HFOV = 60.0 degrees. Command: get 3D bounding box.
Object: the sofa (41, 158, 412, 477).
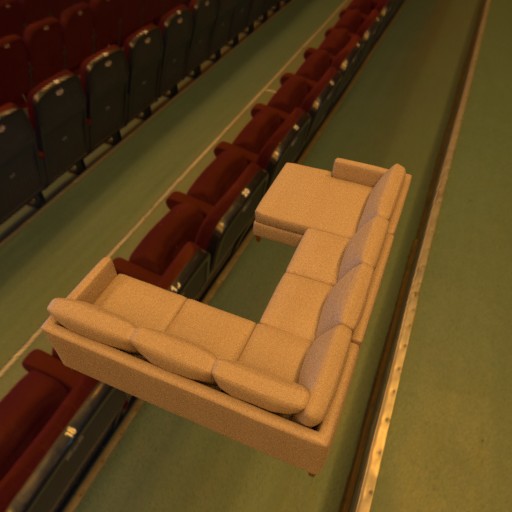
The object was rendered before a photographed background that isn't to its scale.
[{"bbox_3d":[0.000,0.000,4.688,2.594,0.961,3.460,17,49,16],"label":"sofa"}]
